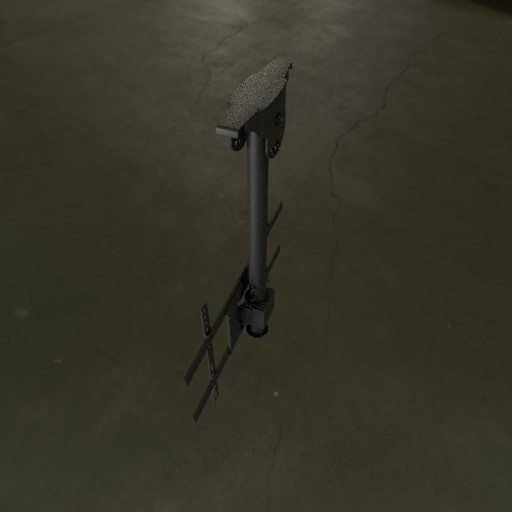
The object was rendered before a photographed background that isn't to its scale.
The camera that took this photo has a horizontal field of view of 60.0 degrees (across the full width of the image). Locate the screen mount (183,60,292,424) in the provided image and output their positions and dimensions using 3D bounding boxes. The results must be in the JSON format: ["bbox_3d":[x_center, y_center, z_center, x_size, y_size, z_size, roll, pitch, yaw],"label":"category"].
[{"bbox_3d":[0.000,0.000,0.999,0.090,0.775,0.595,15,48,14],"label":"screen mount"}]
